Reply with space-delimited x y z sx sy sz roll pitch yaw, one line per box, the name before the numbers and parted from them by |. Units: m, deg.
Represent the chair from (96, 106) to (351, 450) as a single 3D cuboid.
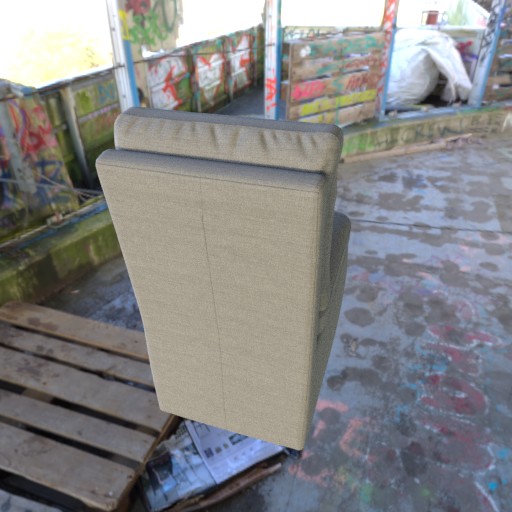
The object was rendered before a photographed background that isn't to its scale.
chair | 0.000 0.000 1.323 0.503 0.927 0.698 10 34 15
